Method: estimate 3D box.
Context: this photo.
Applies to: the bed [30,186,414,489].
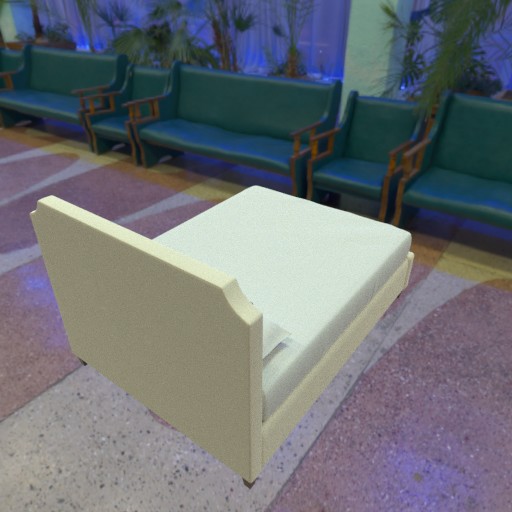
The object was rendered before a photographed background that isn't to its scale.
[{"bbox_3d":[0.000,0.000,3.348,1.703,1.415,2.329,22,39,30],"label":"bed"}]
